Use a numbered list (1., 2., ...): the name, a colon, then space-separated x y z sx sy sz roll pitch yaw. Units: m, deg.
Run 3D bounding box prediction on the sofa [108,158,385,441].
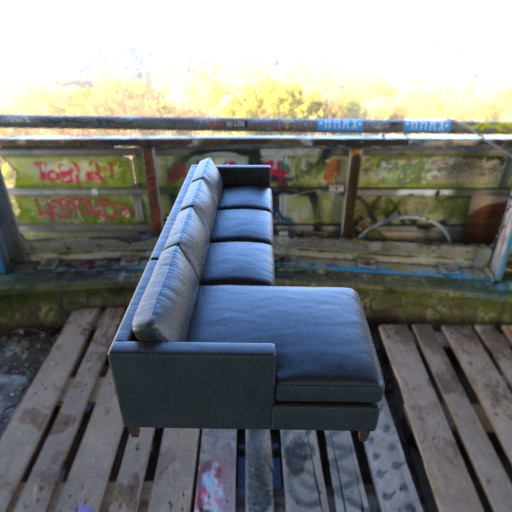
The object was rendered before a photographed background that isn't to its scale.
1. sofa: 0.000 0.000 3.944 1.581 0.883 3.203 1 30 1
